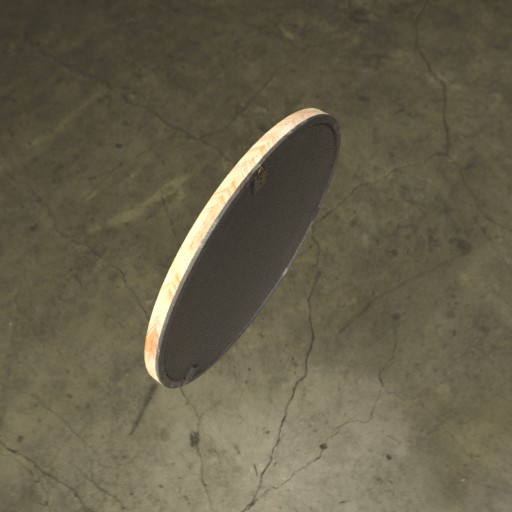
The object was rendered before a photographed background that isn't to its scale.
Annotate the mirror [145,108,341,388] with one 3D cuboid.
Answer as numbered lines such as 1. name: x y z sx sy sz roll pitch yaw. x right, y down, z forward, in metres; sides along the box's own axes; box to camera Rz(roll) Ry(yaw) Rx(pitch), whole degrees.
1. mirror: 0.000 0.000 1.052 0.038 0.710 0.710 32 67 15
